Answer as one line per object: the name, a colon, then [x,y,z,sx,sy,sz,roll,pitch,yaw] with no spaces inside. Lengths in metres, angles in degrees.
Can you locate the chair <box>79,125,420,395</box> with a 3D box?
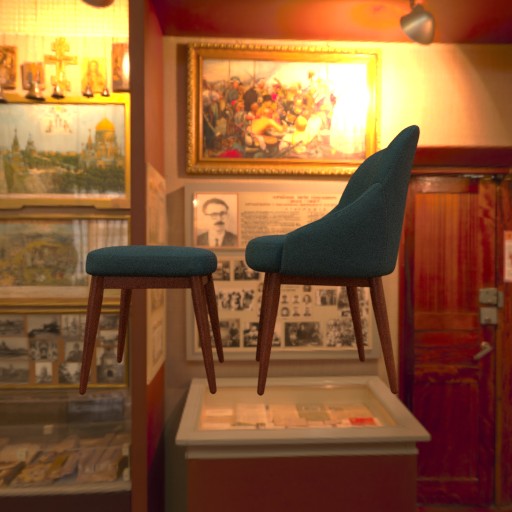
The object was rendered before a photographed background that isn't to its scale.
chair: [0.000,0.000,1.590,1.114,0.866,0.584,0,1,-1]
